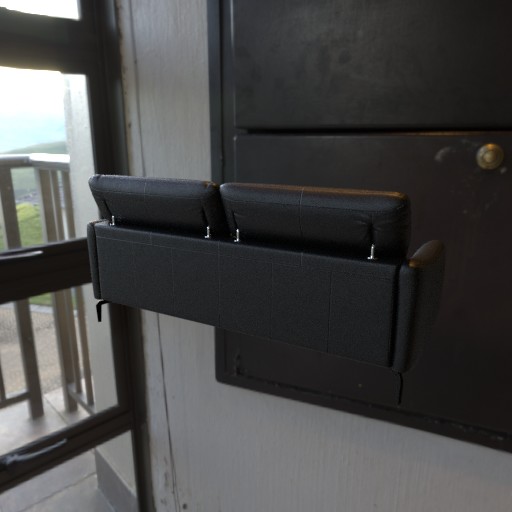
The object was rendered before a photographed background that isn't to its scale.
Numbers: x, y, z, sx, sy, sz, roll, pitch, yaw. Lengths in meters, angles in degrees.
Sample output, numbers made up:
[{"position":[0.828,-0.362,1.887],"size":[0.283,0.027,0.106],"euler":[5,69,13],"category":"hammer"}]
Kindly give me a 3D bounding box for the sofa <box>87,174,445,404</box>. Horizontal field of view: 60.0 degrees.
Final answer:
[{"position":[0.000,0.000,2.668],"size":[2.069,0.957,0.856],"euler":[8,17,28],"category":"sofa"}]
